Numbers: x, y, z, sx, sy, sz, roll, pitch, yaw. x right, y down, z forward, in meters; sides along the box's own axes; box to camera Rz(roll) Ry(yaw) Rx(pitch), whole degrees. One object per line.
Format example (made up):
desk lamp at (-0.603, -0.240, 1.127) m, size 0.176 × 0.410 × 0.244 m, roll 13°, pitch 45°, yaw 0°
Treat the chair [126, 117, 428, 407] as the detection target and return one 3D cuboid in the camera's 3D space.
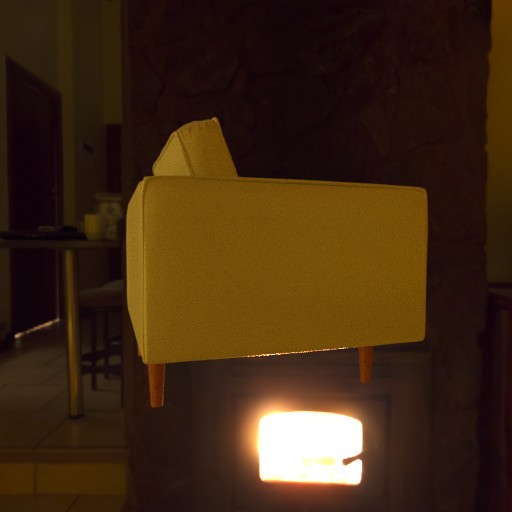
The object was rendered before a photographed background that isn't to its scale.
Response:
chair at (0.000, 0.000, 1.550) m, size 0.843 × 0.773 × 0.928 m, roll -1°, pitch 2°, yaw -18°
